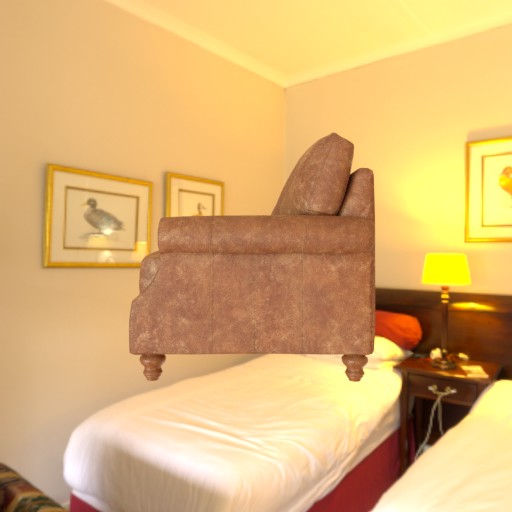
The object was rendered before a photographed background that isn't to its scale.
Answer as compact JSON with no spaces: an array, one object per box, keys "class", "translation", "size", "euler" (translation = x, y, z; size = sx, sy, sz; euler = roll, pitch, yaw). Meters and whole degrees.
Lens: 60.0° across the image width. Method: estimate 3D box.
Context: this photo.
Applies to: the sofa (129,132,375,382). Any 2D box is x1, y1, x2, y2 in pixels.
[{"class":"sofa","translation":[0.000,0.000,2.787],"size":[0.973,0.977,2.351],"euler":[0,0,1]}]
